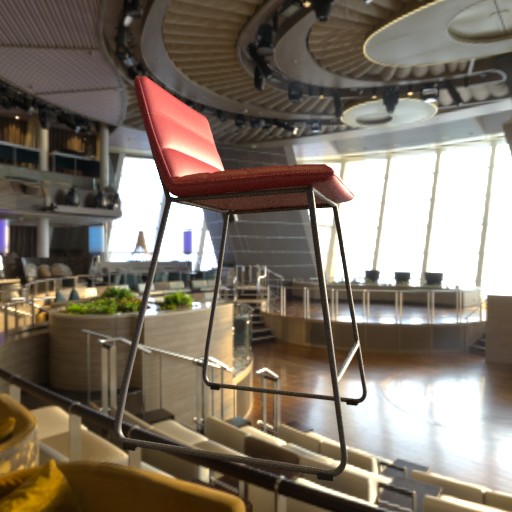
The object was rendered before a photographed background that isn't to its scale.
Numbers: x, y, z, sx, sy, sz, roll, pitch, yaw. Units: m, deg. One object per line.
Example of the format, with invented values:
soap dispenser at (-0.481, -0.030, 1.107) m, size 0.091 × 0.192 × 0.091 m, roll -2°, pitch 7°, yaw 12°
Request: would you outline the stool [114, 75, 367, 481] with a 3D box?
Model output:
stool at (0.000, 0.000, 1.147) m, size 0.524 × 0.866 × 0.489 m, roll 0°, pitch 0°, yaw 19°
